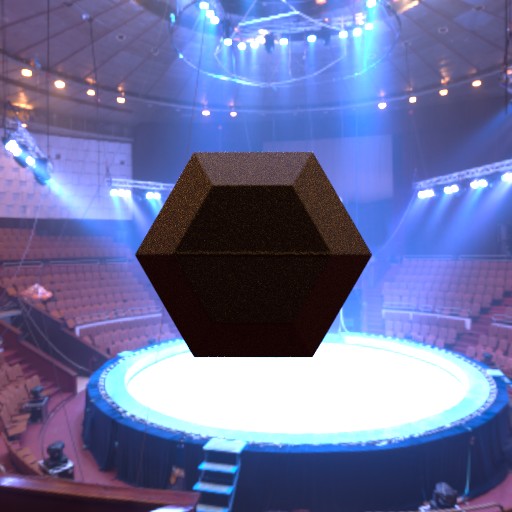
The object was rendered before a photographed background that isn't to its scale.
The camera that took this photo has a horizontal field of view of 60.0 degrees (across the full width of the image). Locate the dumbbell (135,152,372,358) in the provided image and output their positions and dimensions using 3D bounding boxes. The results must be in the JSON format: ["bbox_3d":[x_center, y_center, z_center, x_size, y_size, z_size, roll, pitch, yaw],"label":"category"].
[{"bbox_3d":[0.000,0.000,0.315,0.106,0.092,0.272,0,0,1],"label":"dumbbell"}]
